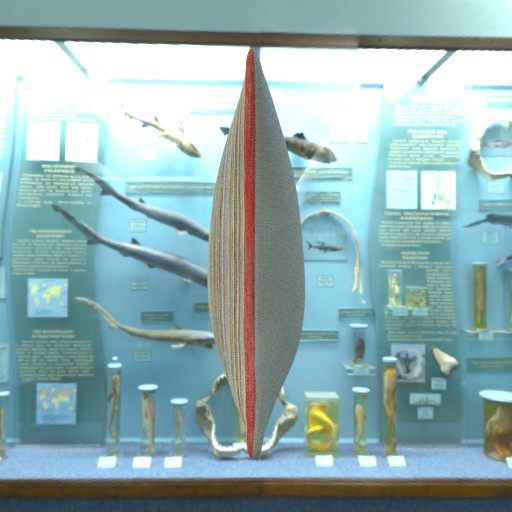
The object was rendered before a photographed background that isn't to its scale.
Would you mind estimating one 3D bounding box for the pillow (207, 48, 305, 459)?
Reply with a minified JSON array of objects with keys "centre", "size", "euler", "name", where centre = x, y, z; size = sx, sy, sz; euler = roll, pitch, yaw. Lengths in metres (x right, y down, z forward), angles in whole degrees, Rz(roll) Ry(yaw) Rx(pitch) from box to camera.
[{"centre":[0.000,0.000,0.658],"size":[0.136,0.419,0.437],"euler":[0,-1,1],"name":"pillow"}]
